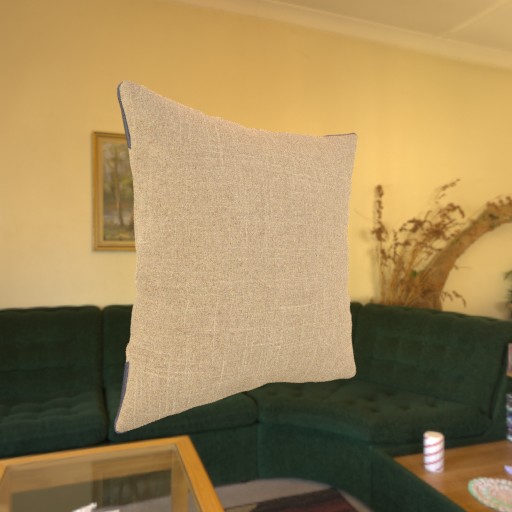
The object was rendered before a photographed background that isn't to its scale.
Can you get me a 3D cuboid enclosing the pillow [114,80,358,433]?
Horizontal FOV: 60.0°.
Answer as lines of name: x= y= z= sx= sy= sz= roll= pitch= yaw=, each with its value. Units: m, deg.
pillow: x=0.000 y=0.000 z=0.681 sx=0.440 sy=0.441 sz=0.147 roll=0 pitch=0 yaw=-37
